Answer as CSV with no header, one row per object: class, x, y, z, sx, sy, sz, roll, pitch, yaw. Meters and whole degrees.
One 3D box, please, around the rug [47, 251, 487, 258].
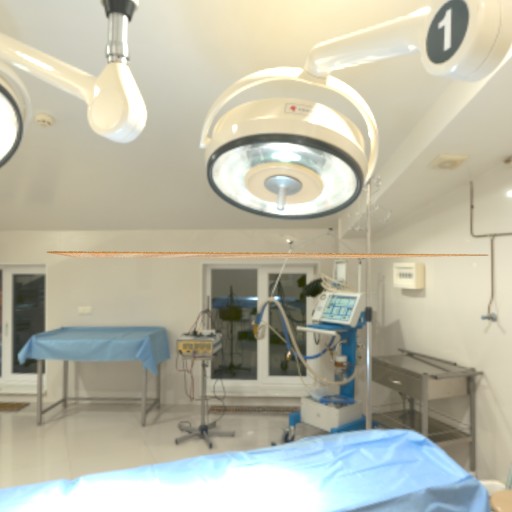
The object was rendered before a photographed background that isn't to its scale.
rug,0.000,0.000,2.925,2.336,0.007,1.525,0,-1,-19
